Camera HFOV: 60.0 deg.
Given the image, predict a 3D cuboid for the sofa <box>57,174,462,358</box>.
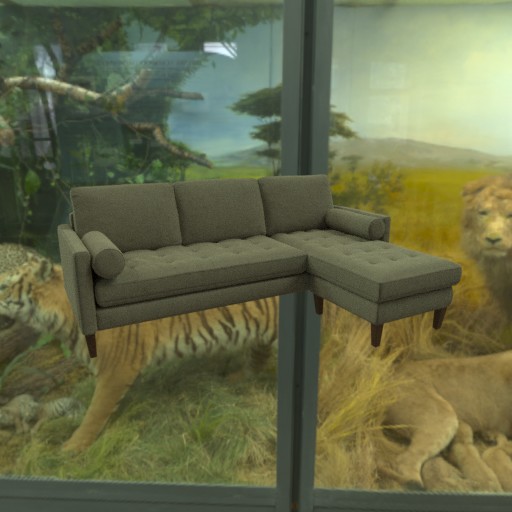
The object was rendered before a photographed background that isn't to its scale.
[{"bbox_3d":[0.000,0.000,2.826,2.178,0.875,1.506,-8,17,-27],"label":"sofa"}]
